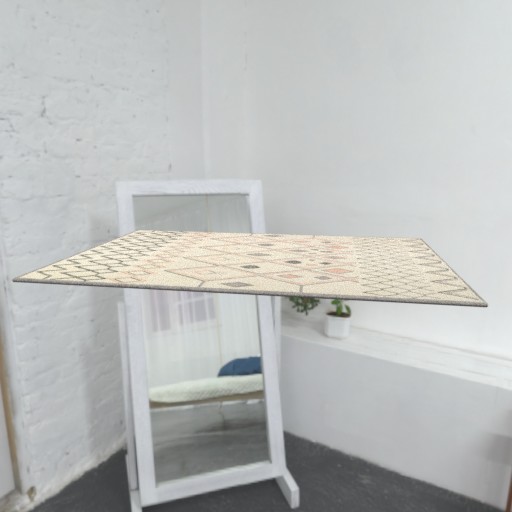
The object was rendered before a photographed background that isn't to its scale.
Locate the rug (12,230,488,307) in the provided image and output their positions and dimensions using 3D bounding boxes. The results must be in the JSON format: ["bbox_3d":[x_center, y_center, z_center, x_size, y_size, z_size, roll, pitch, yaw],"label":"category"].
[{"bbox_3d":[0.000,0.000,2.254,1.829,0.016,1.219,2,13,10],"label":"rug"}]
